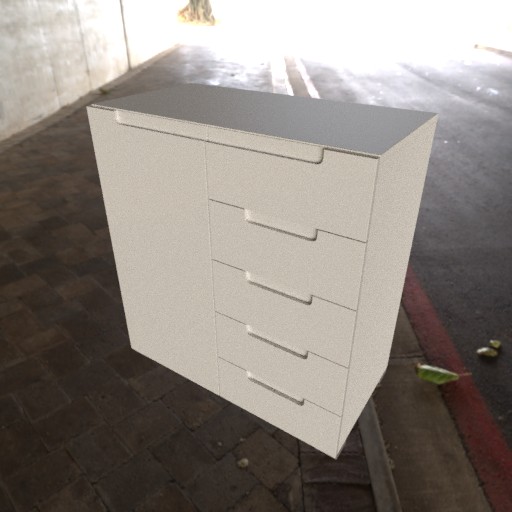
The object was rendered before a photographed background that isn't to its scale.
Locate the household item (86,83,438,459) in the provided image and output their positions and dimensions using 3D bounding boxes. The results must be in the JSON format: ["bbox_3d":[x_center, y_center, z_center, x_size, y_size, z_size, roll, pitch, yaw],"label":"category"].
[{"bbox_3d":[0.000,0.000,1.351,0.800,0.870,0.420,19,35,29],"label":"household item"}]
